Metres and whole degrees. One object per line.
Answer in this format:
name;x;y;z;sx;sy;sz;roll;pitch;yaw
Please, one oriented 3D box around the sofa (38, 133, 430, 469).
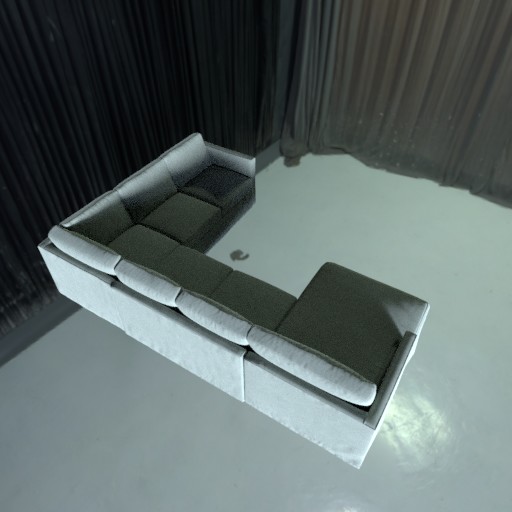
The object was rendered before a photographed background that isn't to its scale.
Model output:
sofa;0.000;0.000;4.484;3.434;0.869;2.440;23;49;22
